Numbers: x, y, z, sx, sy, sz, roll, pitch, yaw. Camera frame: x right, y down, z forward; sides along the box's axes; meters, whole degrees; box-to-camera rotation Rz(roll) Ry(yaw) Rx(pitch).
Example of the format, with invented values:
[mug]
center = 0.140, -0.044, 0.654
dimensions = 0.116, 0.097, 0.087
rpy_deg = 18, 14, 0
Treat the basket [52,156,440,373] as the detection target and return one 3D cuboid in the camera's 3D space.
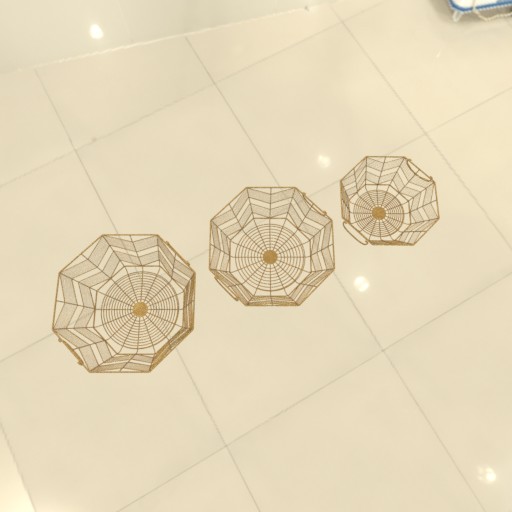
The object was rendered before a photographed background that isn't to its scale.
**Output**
[basket]
center = 0.000, 0.000, 1.395
dimensions = 1.245, 0.178, 0.432
rpy_deg = -22, 76, -6
